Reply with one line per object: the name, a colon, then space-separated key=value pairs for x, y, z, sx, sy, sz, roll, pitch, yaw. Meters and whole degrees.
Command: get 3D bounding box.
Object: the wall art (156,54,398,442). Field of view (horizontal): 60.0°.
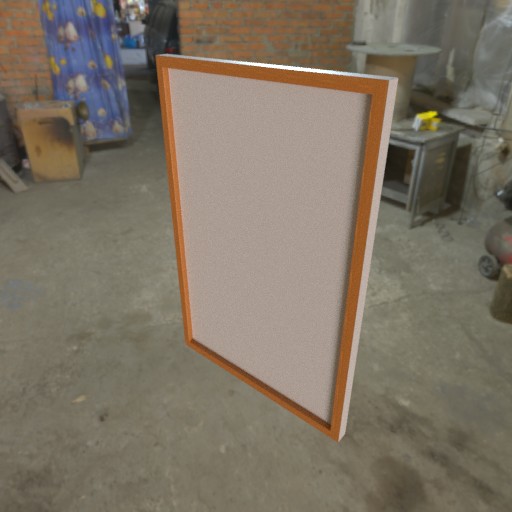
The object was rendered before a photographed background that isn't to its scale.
wall art: x=0.000 y=0.000 z=1.146 sx=0.610 sy=0.916 sz=0.037 roll=23 pitch=37 yaw=34
